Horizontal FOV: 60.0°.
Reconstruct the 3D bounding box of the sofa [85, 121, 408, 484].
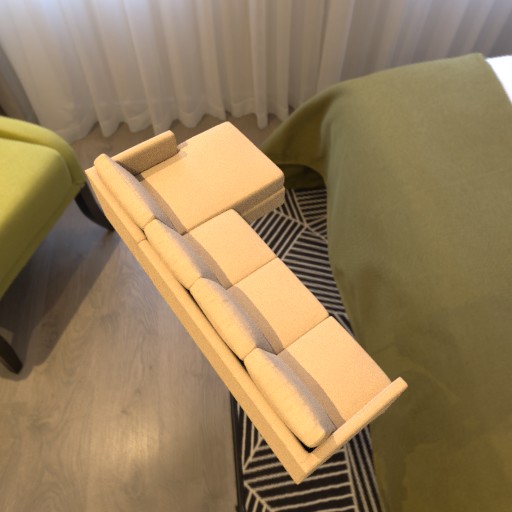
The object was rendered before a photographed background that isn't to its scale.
[{"bbox_3d":[0.000,0.000,3.883,1.622,0.871,3.206,-32,63,-19],"label":"sofa"}]
